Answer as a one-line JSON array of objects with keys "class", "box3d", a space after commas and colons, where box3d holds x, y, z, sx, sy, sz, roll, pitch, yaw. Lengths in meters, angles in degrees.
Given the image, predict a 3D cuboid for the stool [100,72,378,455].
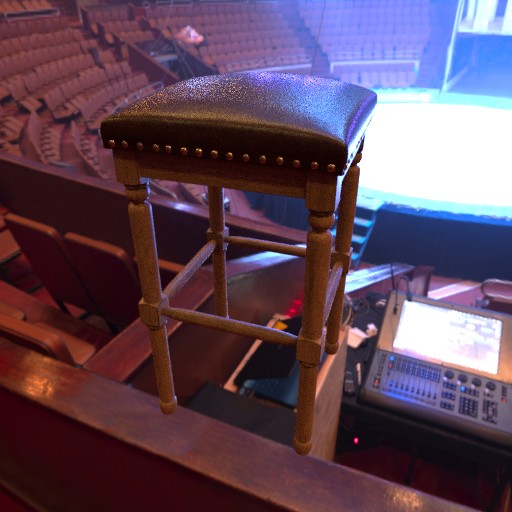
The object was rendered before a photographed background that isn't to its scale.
[{"class": "stool", "box3d": [0.000, 0.000, 0.924, 0.382, 0.702, 0.383, 10, 32, 16]}]
